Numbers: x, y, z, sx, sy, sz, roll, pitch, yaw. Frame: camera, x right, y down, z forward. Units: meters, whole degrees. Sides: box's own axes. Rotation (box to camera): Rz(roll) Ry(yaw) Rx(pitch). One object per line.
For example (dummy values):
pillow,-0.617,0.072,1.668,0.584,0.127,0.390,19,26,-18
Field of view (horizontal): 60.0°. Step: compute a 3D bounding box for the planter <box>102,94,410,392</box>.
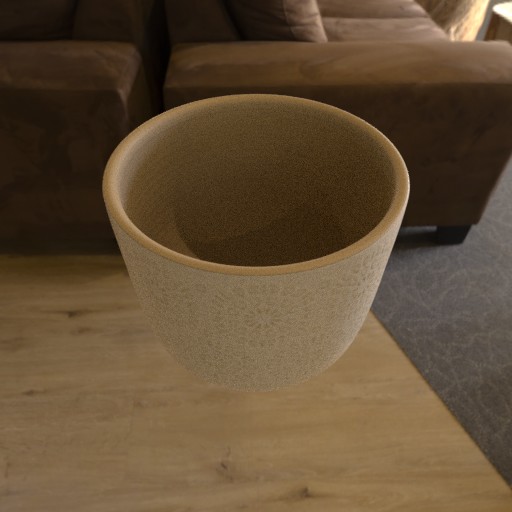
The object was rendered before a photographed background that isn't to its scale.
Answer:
planter,0.000,0.000,0.305,0.170,0.152,0.170,0,46,0
